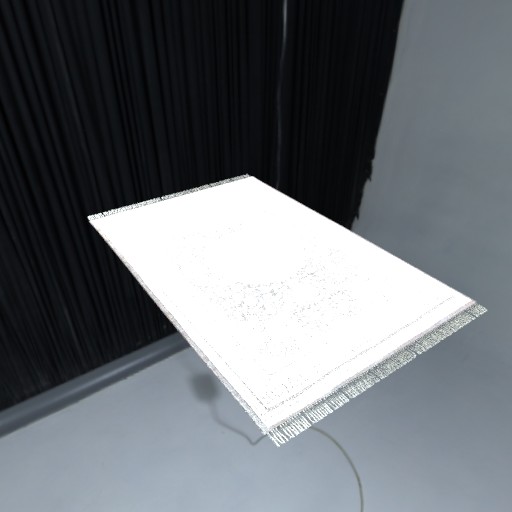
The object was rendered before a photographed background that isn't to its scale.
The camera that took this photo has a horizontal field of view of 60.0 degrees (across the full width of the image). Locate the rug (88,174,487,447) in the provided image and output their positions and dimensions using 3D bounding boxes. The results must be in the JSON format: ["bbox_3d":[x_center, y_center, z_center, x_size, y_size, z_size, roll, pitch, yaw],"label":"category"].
[{"bbox_3d":[0.000,0.000,2.986,1.528,0.010,2.440,-21,38,-29],"label":"rug"}]
